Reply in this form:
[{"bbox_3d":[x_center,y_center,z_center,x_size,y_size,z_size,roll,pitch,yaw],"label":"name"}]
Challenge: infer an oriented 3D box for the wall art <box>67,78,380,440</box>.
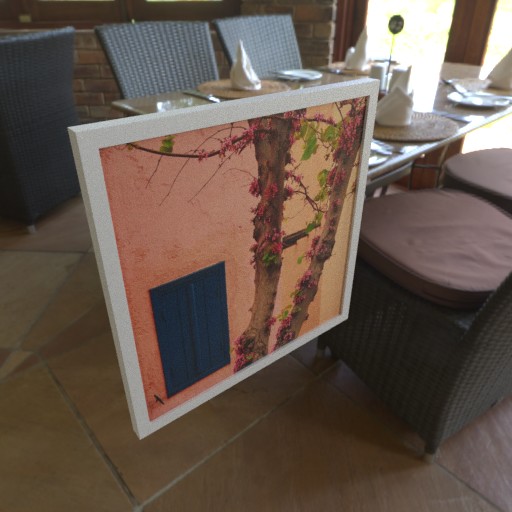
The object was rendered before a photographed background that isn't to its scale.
[{"bbox_3d":[0.000,0.000,1.117,0.762,0.762,0.038,-22,38,-32],"label":"wall art"}]
